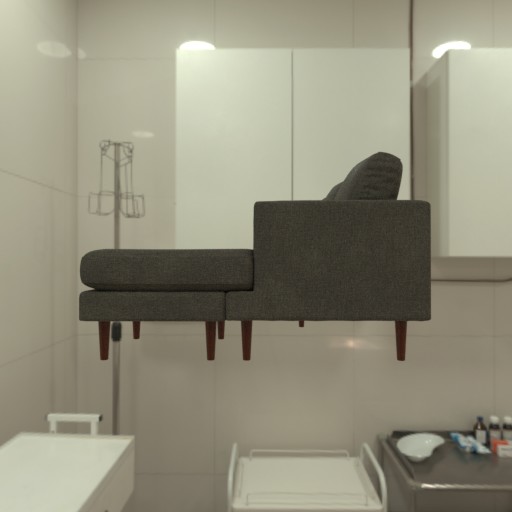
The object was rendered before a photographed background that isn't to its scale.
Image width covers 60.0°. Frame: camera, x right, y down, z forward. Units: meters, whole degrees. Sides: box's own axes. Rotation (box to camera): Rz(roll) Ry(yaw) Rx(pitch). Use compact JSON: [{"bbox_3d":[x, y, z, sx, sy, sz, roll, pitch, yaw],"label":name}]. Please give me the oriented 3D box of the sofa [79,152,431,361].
[{"bbox_3d":[0.000,0.000,2.984,1.504,0.956,2.233,0,0,1],"label":"sofa"}]
